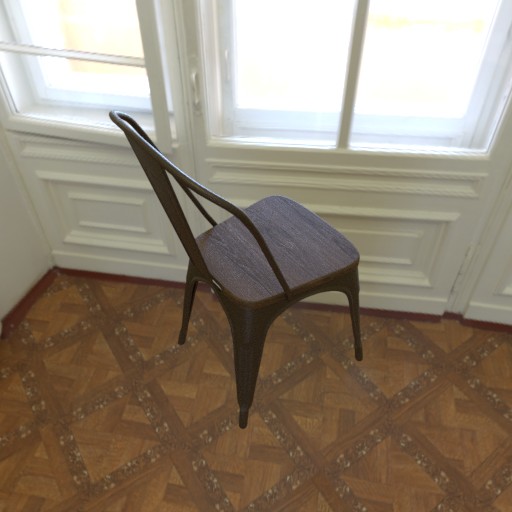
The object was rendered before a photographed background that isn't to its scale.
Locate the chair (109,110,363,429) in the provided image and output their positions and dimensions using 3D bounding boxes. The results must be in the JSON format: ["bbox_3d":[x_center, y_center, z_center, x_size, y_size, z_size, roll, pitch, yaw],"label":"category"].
[{"bbox_3d":[0.000,0.000,1.160,0.532,0.844,0.451,-26,48,-26],"label":"chair"}]
